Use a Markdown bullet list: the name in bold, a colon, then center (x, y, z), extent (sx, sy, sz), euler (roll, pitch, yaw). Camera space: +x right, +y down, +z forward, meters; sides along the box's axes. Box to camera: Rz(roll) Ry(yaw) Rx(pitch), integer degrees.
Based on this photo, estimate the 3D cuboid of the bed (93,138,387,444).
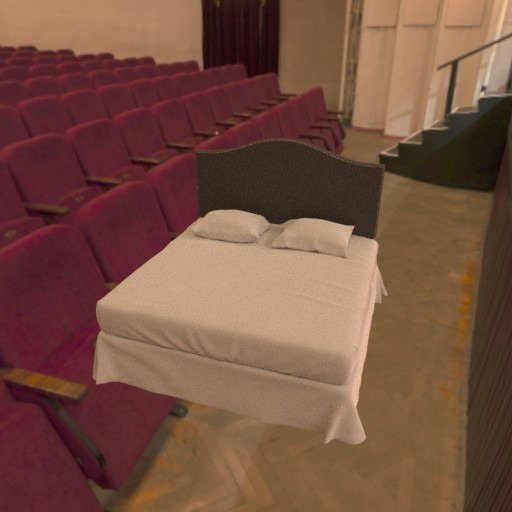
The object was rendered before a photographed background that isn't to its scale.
- **bed**: center (0.000, 0.000, 3.895), extent (2.314, 1.651, 2.219), euler (8, 28, 16)
